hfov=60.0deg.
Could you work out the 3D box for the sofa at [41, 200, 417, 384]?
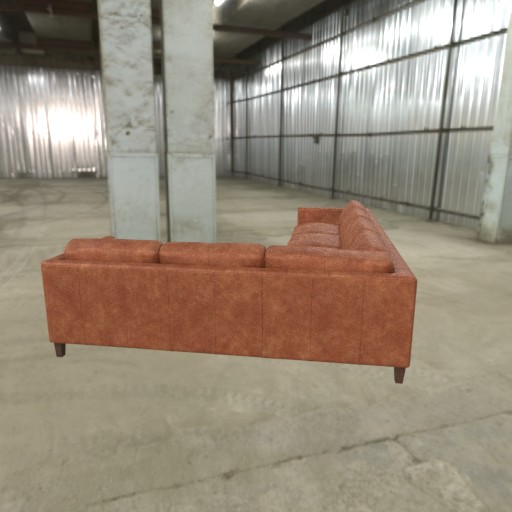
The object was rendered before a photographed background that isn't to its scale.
[{"bbox_3d":[0.000,0.000,4.337,2.438,0.838,3.167,2,14,9],"label":"sofa"}]
